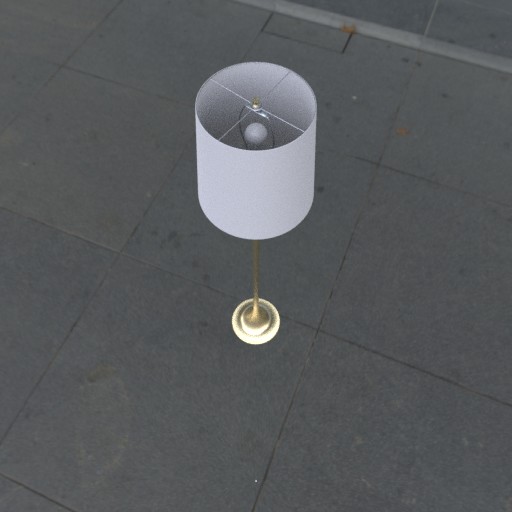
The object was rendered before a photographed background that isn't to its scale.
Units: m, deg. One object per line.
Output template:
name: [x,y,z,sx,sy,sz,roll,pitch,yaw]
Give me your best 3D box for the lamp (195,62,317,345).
lamp: [0.000,0.000,1.680,0.337,1.543,0.337,0,63,0]
